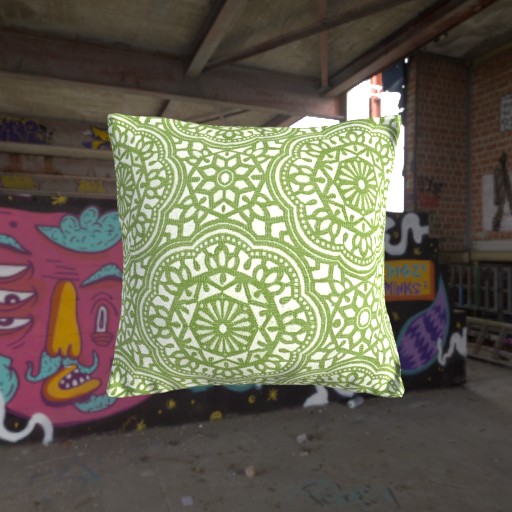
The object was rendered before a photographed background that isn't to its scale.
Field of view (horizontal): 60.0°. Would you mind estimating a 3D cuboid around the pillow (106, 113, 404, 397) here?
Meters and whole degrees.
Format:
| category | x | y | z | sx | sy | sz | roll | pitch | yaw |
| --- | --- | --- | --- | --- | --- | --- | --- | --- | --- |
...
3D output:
| category | x | y | z | sx | sy | sz | roll | pitch | yaw |
| --- | --- | --- | --- | --- | --- | --- | --- | --- | --- |
| pillow | 0.000 | 0.000 | 0.654 | 0.440 | 0.419 | 0.162 | 0 | 0 | -1 |
